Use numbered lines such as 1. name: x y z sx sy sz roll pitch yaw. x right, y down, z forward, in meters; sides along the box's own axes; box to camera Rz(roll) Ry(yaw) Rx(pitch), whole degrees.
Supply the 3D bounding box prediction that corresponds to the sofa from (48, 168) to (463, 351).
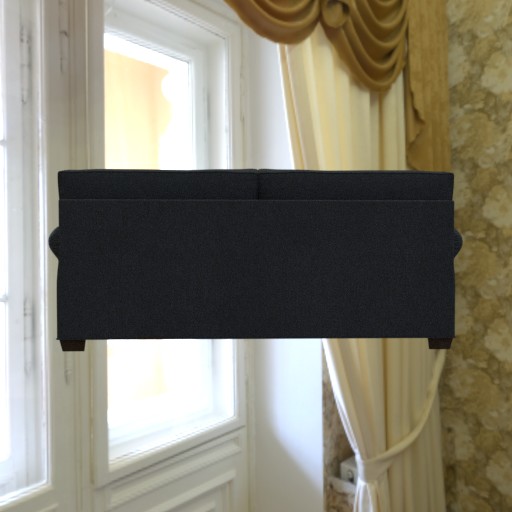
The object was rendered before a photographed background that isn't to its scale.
1. sofa: 0.000 0.000 2.881 2.391 1.026 0.954 0 1 -2
